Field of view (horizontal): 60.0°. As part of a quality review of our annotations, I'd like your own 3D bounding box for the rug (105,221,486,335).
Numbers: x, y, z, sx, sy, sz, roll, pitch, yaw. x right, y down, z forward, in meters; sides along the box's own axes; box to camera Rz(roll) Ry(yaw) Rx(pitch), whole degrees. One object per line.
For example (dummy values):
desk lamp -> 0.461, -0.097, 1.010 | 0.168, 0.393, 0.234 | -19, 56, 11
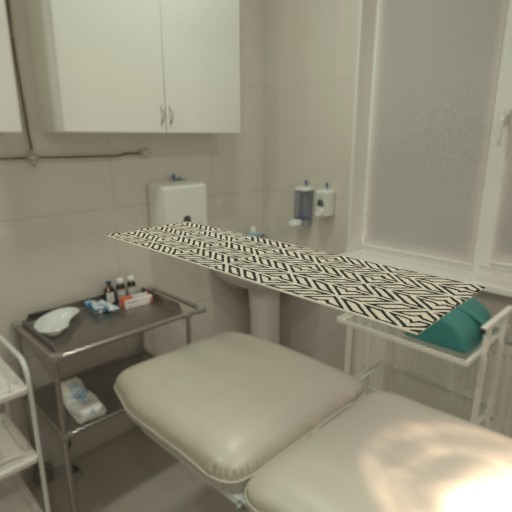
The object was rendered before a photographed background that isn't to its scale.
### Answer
rug -> 0.000, 0.000, 2.744 | 2.435, 0.009, 0.750 | 15, 21, 42
